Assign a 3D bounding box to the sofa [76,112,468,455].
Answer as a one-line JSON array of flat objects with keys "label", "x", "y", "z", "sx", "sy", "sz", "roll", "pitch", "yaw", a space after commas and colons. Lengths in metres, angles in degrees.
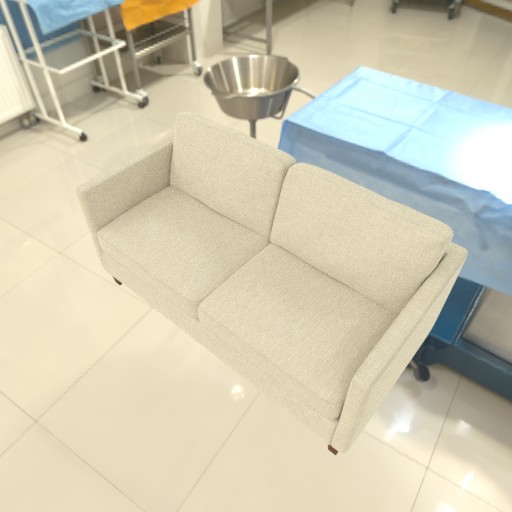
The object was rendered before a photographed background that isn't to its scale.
[{"label": "sofa", "x": 0.000, "y": 0.000, "z": 2.423, "sx": 1.838, "sy": 0.963, "sz": 0.950, "roll": 31, "pitch": 53, "yaw": 27}]
